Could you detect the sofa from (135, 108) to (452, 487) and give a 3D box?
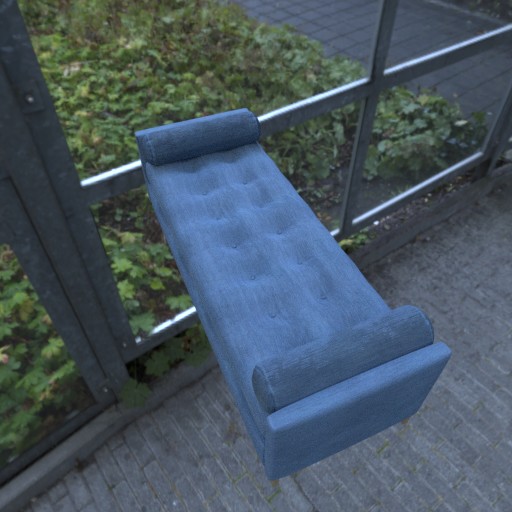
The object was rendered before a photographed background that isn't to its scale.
[{"bbox_3d":[0.000,0.000,2.468,0.796,0.705,2.102,-18,49,-16],"label":"sofa"}]
